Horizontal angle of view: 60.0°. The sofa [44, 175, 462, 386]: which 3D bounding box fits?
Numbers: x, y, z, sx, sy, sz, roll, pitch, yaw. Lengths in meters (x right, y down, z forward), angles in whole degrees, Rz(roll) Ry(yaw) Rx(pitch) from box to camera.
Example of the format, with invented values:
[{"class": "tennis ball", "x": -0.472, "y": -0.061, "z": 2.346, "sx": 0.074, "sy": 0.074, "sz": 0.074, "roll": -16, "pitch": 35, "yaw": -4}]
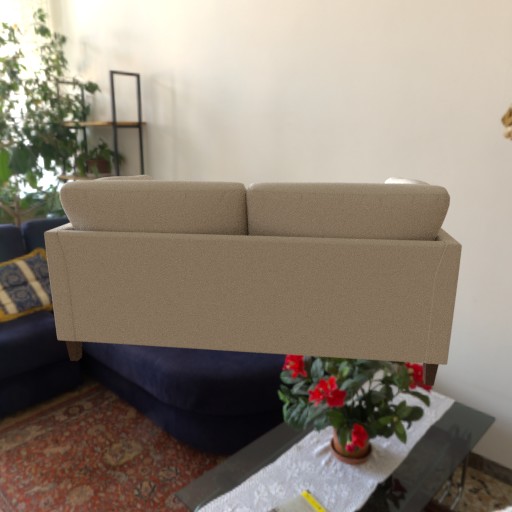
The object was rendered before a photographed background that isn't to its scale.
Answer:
[{"class": "sofa", "x": 0.000, "y": 0.000, "z": 2.317, "sx": 1.776, "sy": 0.836, "sz": 0.970, "roll": 2, "pitch": 15, "yaw": 7}]
